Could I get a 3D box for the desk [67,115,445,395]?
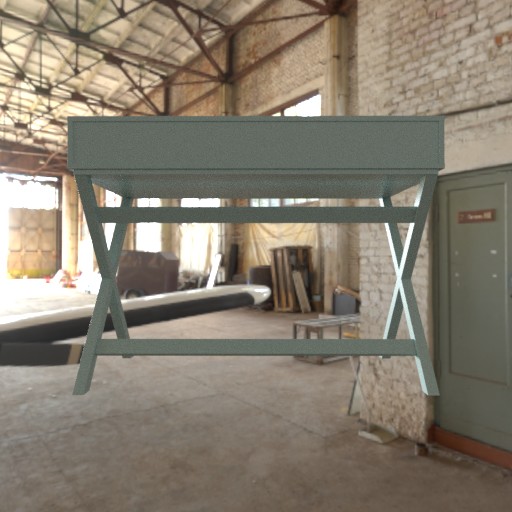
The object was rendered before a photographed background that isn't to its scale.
[{"bbox_3d":[0.000,0.000,1.489,1.059,0.780,0.509,0,0,1],"label":"desk"}]
